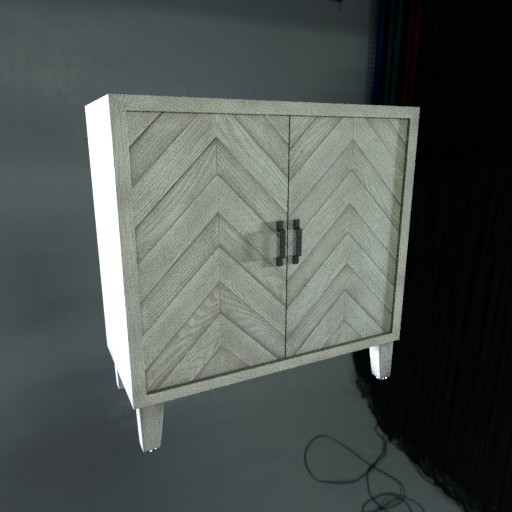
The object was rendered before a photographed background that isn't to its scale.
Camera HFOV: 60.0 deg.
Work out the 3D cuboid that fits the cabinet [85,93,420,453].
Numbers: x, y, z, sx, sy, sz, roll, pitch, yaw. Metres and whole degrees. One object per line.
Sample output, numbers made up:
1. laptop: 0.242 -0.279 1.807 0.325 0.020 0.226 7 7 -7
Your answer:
1. cabinet: 0.000 0.000 1.229 0.781 0.787 0.370 -7 16 -26
